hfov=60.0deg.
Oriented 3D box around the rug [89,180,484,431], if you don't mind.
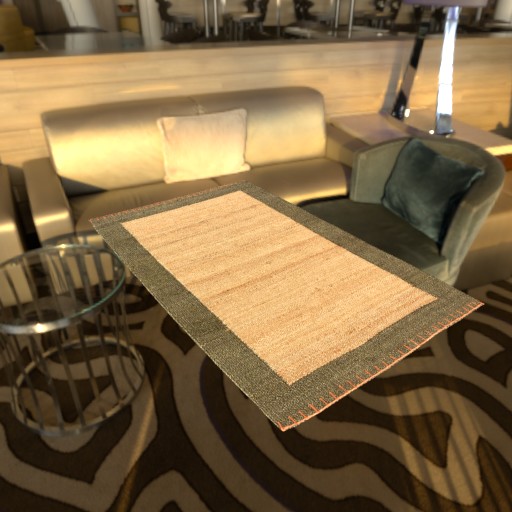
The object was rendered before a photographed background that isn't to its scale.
[{"bbox_3d":[0.000,0.000,3.008,1.521,0.006,2.435,-20,36,-30],"label":"rug"}]
